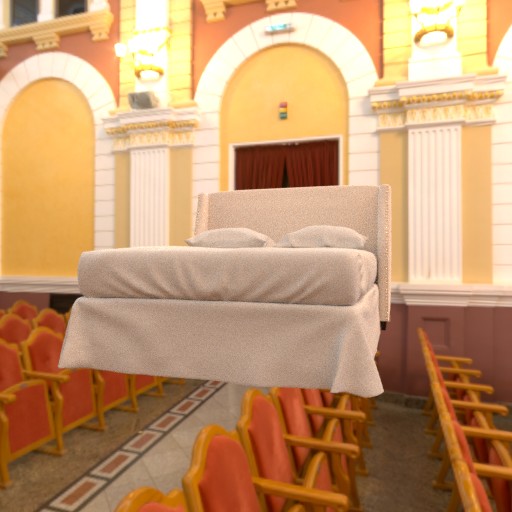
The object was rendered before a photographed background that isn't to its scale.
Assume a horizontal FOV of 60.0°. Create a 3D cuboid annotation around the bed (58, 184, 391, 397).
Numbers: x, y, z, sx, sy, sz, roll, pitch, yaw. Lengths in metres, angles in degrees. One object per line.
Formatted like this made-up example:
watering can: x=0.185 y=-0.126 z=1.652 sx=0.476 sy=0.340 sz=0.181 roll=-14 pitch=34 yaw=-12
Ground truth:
bed: x=0.000 y=0.000 z=3.352 sx=1.925 sy=1.332 sz=2.276 roll=0 pitch=0 yaw=18
